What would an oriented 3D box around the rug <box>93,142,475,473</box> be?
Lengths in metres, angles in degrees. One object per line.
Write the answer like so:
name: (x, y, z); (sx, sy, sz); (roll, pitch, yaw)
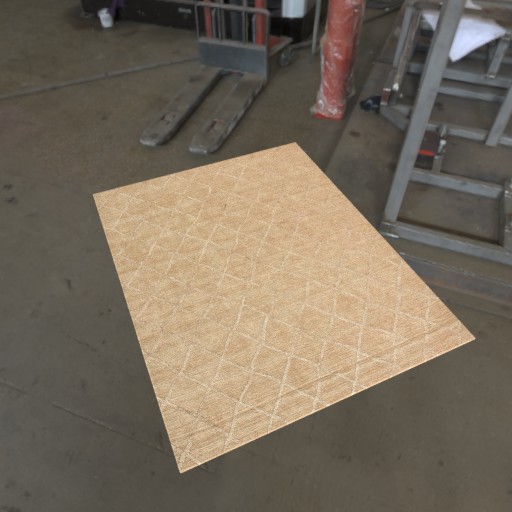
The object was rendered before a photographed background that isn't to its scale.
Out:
rug: (0.000, 0.000, 4.092); (2.420, 0.019, 3.039); (-18, 50, -16)
